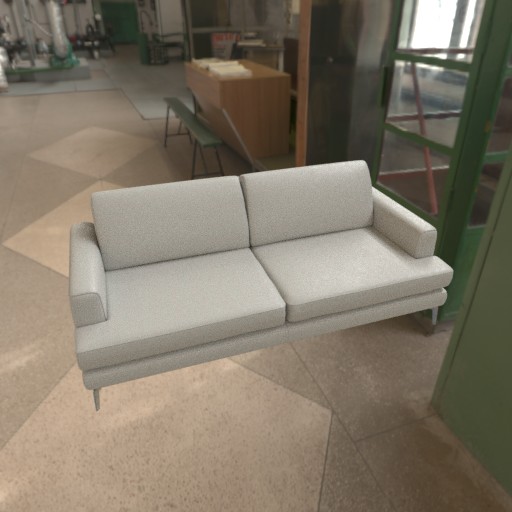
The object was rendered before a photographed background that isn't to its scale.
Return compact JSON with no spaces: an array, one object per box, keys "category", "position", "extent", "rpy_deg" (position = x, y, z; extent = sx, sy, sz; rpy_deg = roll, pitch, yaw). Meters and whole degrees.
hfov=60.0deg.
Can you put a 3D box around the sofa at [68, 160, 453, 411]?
[{"category":"sofa","position":[0.000,0.000,2.483],"extent":[1.940,0.765,0.974],"rpy_deg":[-10,32,-17]}]
